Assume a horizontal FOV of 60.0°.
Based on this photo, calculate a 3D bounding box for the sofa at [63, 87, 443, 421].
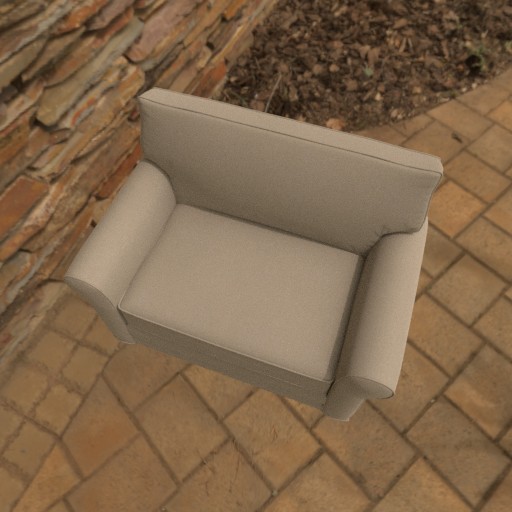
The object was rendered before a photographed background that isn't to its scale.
[{"bbox_3d":[0.000,0.000,2.040,1.405,1.006,0.937,17,60,10],"label":"sofa"}]
